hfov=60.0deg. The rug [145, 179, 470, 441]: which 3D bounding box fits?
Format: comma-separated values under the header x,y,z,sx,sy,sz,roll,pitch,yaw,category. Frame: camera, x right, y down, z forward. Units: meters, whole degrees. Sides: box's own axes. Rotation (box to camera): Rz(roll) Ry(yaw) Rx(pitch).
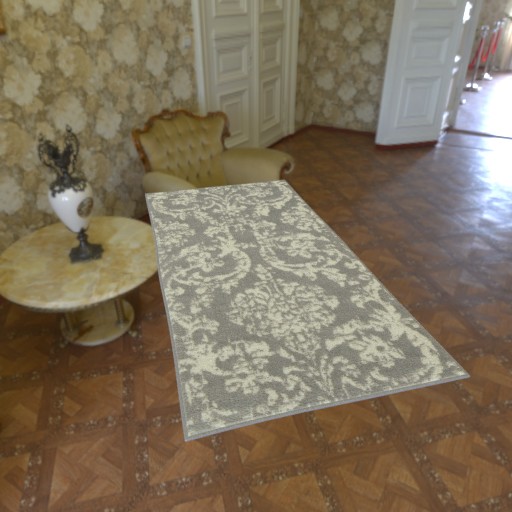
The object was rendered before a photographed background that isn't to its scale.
x,y,z,sx,sy,sz,roll,pitch,yaw,category
0.000,0.000,1.375,0.604,0.007,1.219,-8,31,-13,rug
